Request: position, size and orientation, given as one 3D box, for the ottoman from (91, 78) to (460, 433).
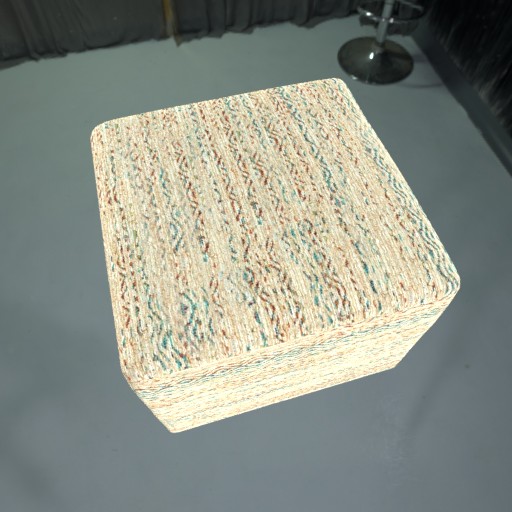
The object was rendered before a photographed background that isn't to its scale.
[{"bbox_3d":[0.000,0.000,0.906,0.521,0.453,0.512,-14,60,-8],"label":"ottoman"}]
